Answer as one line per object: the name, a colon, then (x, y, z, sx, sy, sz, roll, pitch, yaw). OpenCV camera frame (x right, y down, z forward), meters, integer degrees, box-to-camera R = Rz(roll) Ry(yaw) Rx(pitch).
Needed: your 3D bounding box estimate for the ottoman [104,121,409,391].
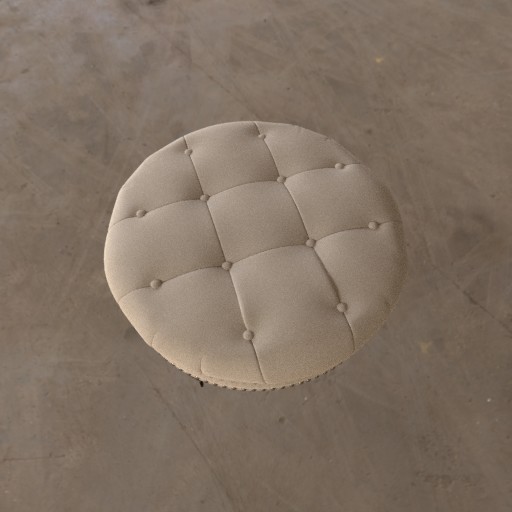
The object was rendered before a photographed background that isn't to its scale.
ottoman: (0.000, 0.000, 1.431, 0.901, 0.439, 0.901, 0, 57, 0)
